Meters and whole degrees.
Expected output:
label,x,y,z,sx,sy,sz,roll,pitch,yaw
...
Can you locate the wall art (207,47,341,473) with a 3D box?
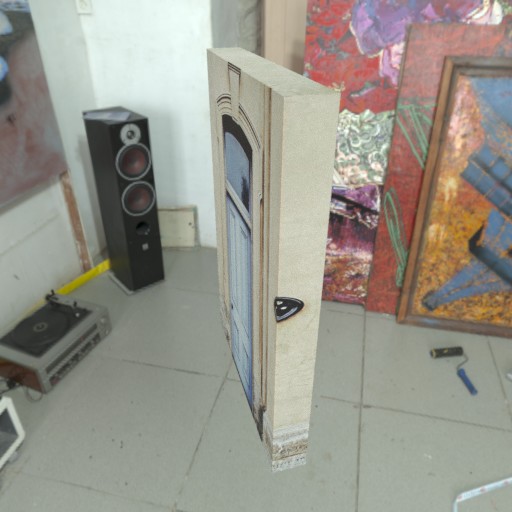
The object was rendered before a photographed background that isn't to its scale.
label,x,y,z,sx,sy,sz,roll,pitch,yaw
wall art,0.000,0.000,0.477,0.038,0.381,0.254,-9,32,-14
